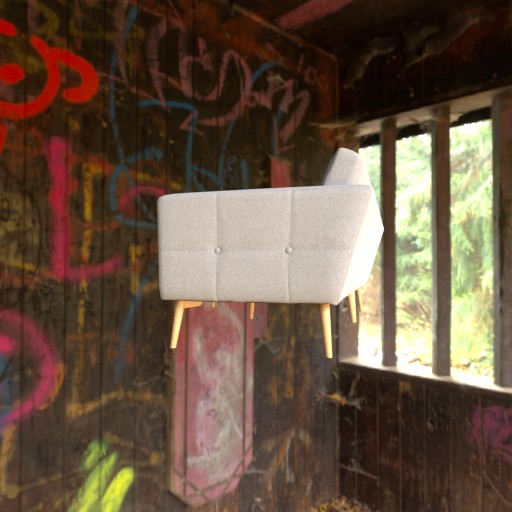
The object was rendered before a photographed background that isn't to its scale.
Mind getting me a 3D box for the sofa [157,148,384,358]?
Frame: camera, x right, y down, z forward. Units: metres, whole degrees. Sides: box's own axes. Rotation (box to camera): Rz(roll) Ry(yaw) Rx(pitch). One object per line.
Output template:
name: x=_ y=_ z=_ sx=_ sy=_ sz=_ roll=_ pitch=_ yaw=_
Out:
sofa: x=0.000 y=0.000 z=2.819 sx=1.530 sy=0.860 sz=2.040 roll=0 pitch=-1 yaw=17
